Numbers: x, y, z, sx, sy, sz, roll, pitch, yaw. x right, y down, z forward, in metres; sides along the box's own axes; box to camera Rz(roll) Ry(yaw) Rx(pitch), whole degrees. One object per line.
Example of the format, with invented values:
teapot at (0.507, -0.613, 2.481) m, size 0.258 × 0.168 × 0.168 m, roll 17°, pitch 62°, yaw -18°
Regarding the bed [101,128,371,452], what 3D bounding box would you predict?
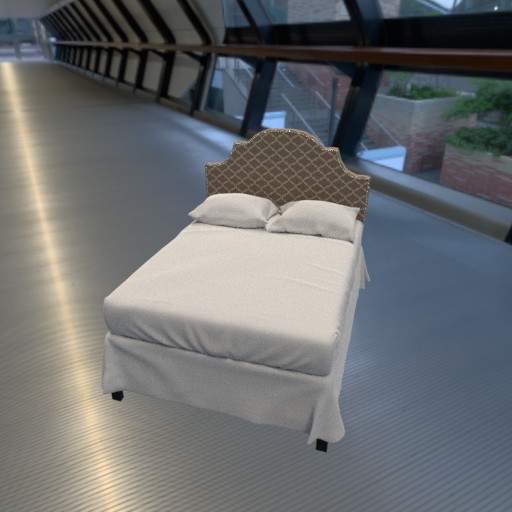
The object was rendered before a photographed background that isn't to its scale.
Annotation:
bed at (0.000, 0.000, 3.522) m, size 1.780 × 1.633 × 2.222 m, roll 8°, pitch 28°, yaw 15°
